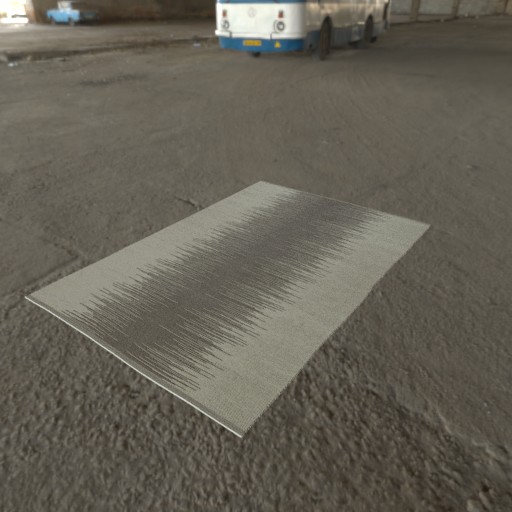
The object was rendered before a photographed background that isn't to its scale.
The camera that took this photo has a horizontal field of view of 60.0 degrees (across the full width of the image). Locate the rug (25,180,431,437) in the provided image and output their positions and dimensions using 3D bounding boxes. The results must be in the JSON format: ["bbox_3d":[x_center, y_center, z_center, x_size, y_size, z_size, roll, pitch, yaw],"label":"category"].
[{"bbox_3d":[0.000,0.000,2.287,1.226,0.007,1.815,20,36,31],"label":"rug"}]
